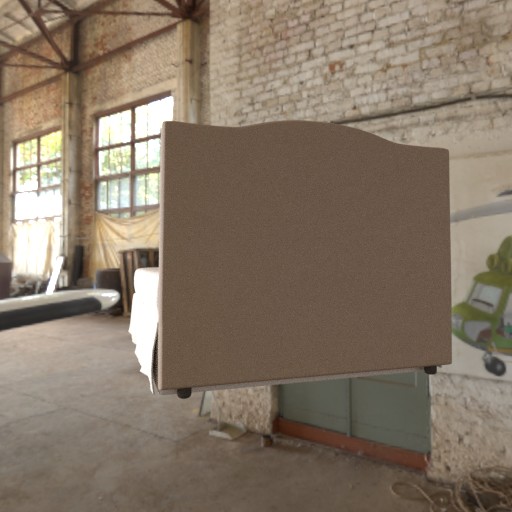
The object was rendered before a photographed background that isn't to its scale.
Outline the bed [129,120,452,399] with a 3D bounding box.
[{"bbox_3d":[0.000,0.000,3.459,1.821,1.436,2.282,0,-1,-18],"label":"bed"}]
